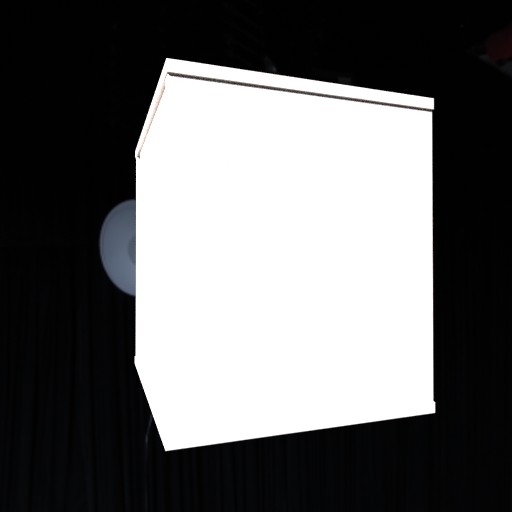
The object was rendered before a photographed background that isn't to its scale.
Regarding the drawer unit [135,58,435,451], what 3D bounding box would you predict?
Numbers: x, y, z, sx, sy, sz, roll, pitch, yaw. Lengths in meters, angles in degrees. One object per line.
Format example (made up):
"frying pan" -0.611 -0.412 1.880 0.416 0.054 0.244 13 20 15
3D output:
"drawer unit" 0.000 0.000 0.600 0.290 0.344 0.349 0 -1 -20
